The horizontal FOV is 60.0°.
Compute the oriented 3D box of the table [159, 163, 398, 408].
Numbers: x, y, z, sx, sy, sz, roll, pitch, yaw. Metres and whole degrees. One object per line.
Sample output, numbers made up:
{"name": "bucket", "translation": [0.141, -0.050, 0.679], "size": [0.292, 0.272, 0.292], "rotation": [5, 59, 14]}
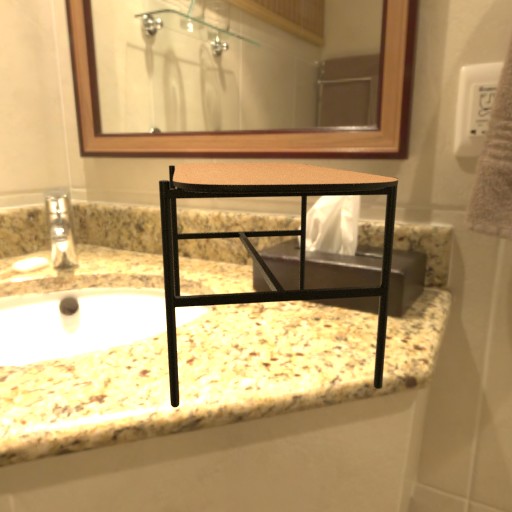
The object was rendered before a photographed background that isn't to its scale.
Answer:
{"name": "table", "translation": [0.000, 0.000, 1.042], "size": [0.400, 0.400, 0.800], "rotation": [-2, 14, -9]}
